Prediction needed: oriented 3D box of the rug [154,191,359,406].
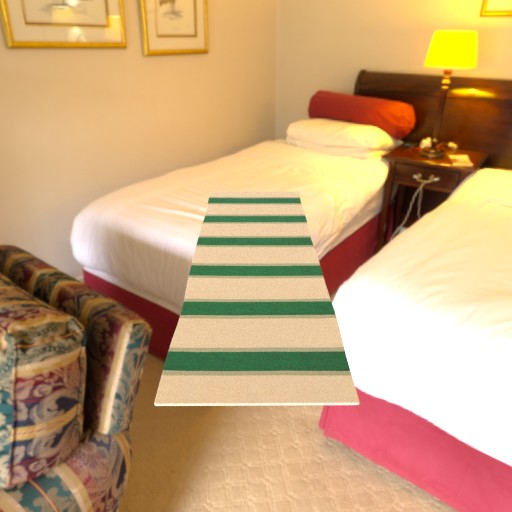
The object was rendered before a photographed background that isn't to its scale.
[{"bbox_3d":[0.000,0.000,2.727,0.768,0.012,2.438,0,27,0],"label":"rug"}]
